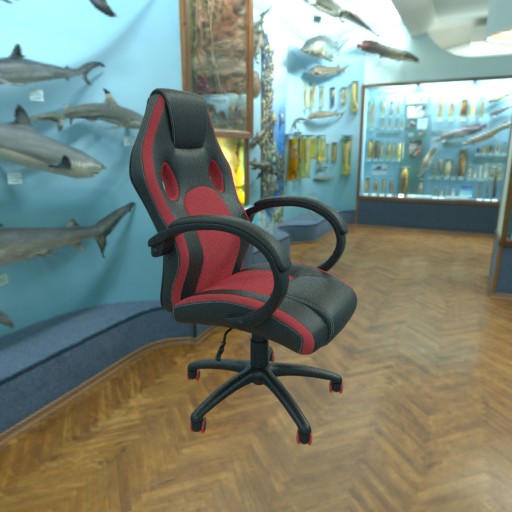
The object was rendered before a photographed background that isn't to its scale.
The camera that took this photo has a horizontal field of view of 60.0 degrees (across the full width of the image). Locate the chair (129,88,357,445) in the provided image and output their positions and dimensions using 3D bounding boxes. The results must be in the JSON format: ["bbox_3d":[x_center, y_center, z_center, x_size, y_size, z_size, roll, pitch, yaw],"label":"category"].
[{"bbox_3d":[0.000,0.000,1.642,0.724,1.187,0.673,7,16,26],"label":"chair"}]
